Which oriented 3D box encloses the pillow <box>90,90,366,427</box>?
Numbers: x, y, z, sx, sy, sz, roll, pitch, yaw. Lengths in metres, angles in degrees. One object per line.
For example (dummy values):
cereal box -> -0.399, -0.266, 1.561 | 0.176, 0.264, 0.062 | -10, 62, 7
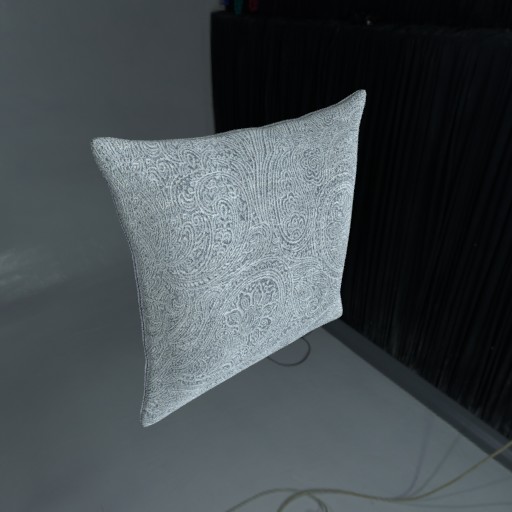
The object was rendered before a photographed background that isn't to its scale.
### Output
pillow -> 0.000, 0.000, 0.796 | 0.523, 0.510, 0.166 | -22, 37, -33
